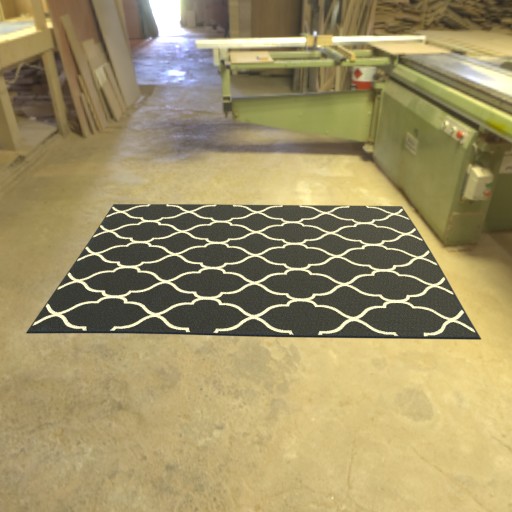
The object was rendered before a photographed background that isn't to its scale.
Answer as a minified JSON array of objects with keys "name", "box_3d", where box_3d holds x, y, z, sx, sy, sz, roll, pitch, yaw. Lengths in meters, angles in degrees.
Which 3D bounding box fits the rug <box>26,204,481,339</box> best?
[{"name":"rug","box_3d":[0.000,0.000,2.863,2.294,0.014,1.528,1,32,1]}]
